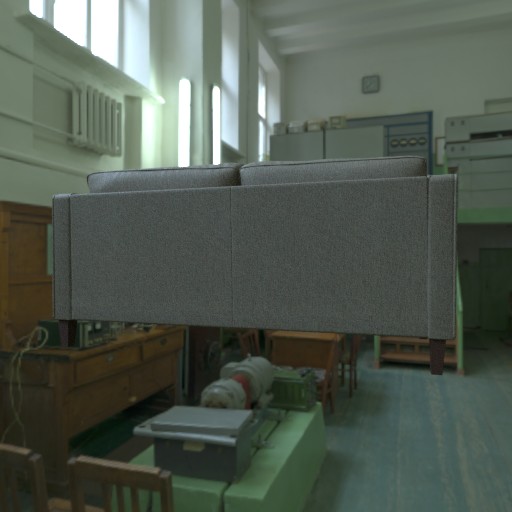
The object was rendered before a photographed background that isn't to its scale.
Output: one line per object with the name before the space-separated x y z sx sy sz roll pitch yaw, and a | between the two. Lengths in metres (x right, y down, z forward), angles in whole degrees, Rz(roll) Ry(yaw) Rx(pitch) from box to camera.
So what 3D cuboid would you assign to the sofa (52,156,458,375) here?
sofa | 0.000 0.000 2.765 2.181 1.074 1.073 0 0 17
